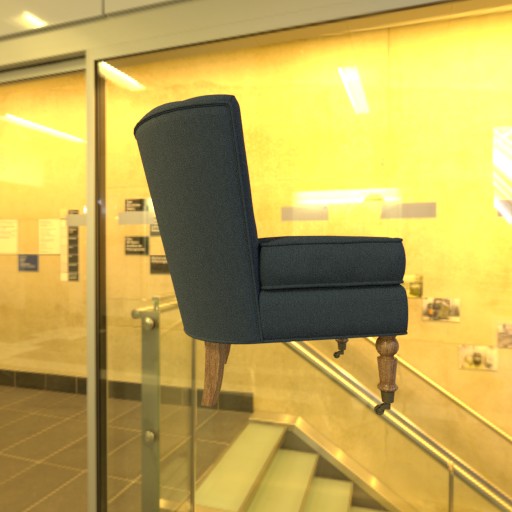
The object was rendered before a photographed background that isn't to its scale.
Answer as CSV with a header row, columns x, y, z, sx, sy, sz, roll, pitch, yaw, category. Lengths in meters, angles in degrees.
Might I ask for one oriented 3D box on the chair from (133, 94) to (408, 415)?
x,y,z,sx,sy,sz,roll,pitch,yaw,category
0.000,0.000,1.364,0.718,0.771,0.740,0,1,0,chair
